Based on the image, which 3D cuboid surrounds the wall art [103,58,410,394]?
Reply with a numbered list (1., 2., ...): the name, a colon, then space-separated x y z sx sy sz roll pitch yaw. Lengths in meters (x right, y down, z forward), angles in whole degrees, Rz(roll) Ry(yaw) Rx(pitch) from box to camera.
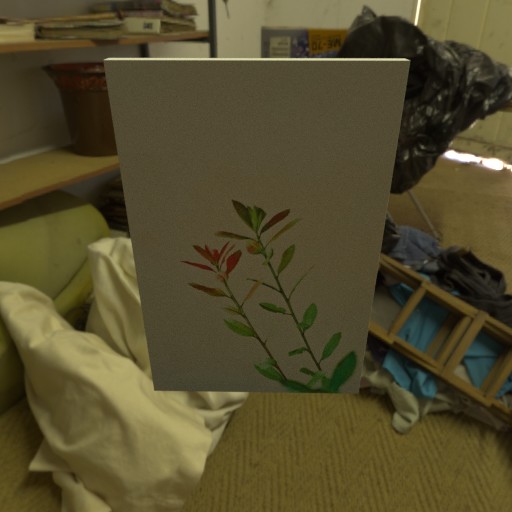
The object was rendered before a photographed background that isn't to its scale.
1. wall art: 0.000 0.000 1.123 0.612 0.915 0.039 1 29 1
